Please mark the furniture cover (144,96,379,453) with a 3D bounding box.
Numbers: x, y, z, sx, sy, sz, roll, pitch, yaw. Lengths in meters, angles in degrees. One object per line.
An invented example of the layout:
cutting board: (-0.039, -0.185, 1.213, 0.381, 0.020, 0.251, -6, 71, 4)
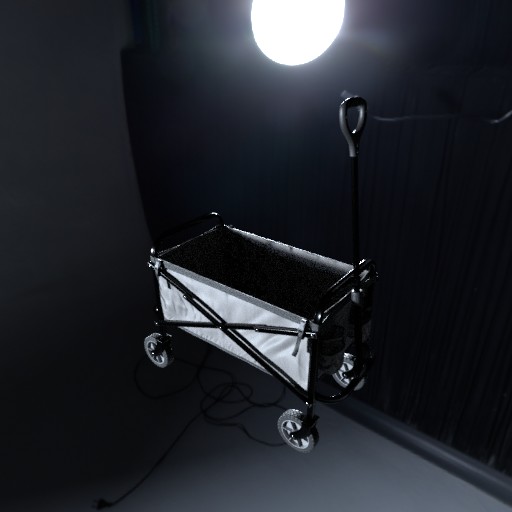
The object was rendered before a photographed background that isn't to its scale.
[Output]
furniture cover: (0.000, 0.000, 1.825, 1.038, 1.295, 0.532, 19, 32, 33)
